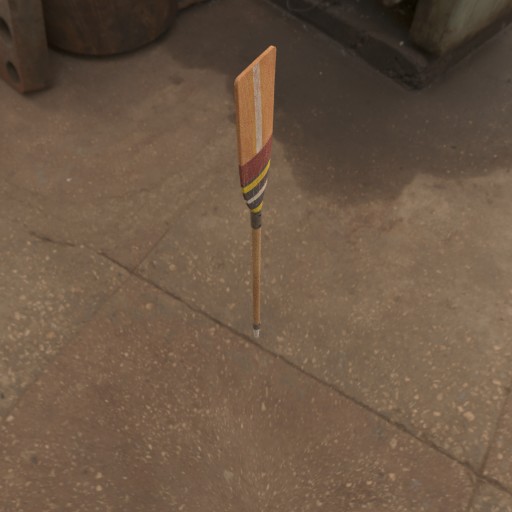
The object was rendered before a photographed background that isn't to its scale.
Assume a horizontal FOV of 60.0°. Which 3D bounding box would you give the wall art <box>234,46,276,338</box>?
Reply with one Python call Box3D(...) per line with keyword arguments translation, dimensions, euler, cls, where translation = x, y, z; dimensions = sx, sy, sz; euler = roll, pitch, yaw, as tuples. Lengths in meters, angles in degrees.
Box3D(translation=(0.000, 0.000, 1.594), dimensions=(0.038, 1.556, 0.146), euler=(30, 63, 17), cls="wall art")
